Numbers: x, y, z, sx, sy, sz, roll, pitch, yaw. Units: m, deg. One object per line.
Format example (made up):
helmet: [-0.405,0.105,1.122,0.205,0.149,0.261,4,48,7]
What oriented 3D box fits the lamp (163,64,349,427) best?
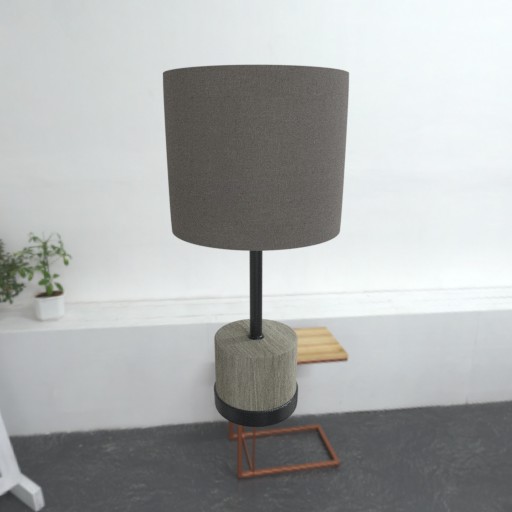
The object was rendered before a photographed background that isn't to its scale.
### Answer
lamp: [0.000,0.000,0.619,0.229,0.470,0.229,-9,20,-27]
